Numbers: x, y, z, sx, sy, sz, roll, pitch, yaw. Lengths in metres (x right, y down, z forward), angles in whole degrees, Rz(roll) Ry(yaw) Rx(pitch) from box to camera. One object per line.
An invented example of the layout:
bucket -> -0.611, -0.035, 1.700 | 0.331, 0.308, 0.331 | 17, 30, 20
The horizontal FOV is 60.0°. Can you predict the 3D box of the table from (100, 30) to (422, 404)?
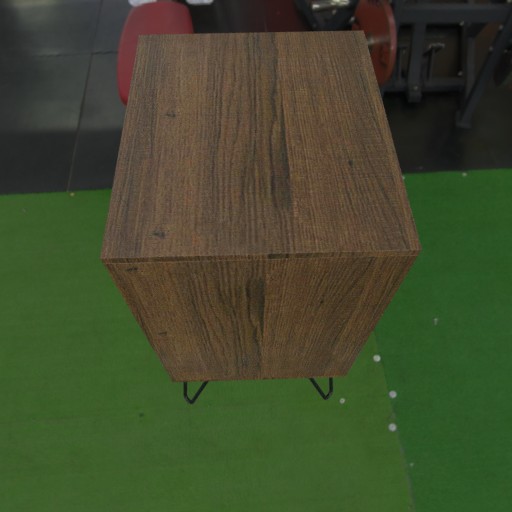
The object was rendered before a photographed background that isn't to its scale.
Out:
table -> 0.000, 0.000, 1.121 | 0.457, 0.866, 0.526 | -2, 59, -1
